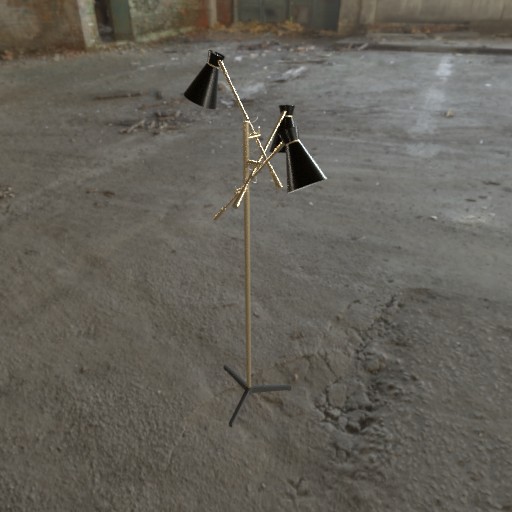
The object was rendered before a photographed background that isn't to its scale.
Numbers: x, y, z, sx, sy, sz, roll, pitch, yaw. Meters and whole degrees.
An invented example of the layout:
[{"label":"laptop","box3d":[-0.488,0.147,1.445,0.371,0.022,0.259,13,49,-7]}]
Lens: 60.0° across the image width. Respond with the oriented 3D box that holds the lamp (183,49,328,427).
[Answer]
[{"label":"lamp","box3d":[0.000,0.000,2.175,0.750,1.804,0.653,12,33,19]}]
